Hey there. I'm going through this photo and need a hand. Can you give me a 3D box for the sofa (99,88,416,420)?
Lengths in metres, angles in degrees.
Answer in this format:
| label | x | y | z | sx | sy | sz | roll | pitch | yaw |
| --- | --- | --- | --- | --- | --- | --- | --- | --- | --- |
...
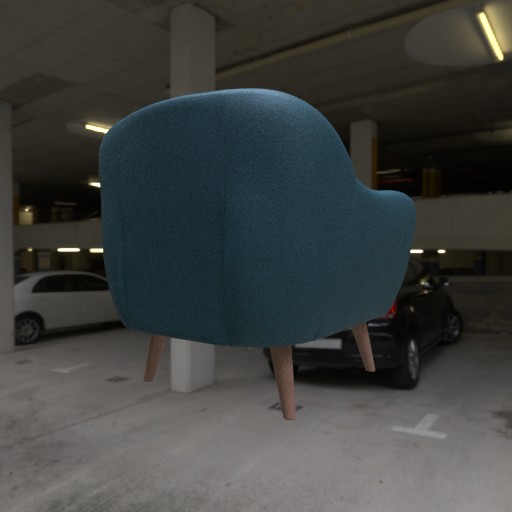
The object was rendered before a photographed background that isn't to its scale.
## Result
| label | x | y | z | sx | sy | sz | roll | pitch | yaw |
| --- | --- | --- | --- | --- | --- | --- | --- | --- | --- |
| sofa | 0.000 | 0.000 | 1.475 | 0.836 | 0.817 | 0.825 | 1 | 1 | 36 |
